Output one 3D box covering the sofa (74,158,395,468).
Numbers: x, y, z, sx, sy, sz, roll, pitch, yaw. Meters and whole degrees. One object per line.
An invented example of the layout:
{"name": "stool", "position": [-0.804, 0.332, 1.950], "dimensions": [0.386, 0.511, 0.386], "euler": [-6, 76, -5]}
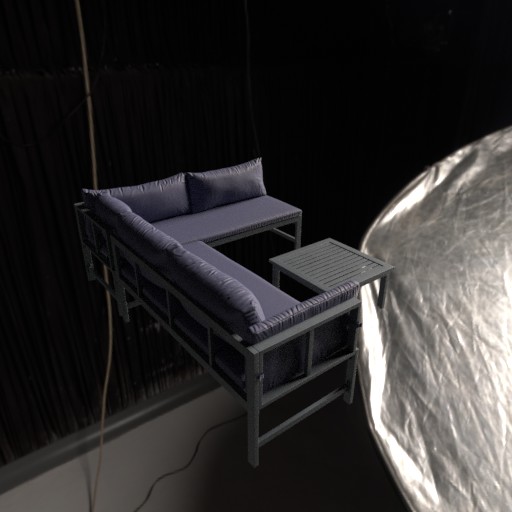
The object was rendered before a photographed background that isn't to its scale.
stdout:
{"name": "sofa", "position": [0.000, 0.000, 2.992], "dimensions": [1.658, 0.762, 2.149], "euler": [-19, 32, -33]}
